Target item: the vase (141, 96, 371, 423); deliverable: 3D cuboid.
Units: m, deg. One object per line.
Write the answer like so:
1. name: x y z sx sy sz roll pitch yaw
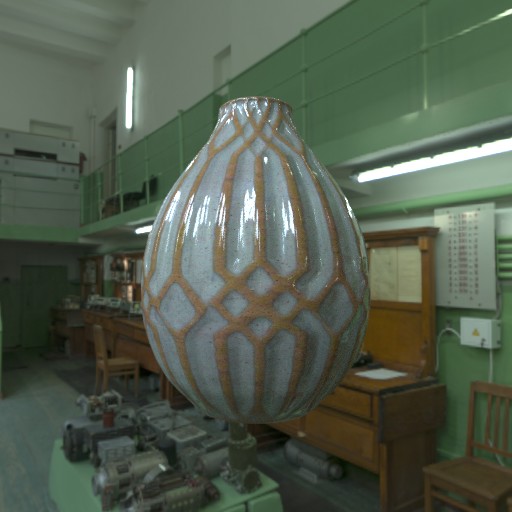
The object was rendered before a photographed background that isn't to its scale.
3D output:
1. vase: 0.000 0.000 0.262 0.131 0.175 0.131 0 -2 0
